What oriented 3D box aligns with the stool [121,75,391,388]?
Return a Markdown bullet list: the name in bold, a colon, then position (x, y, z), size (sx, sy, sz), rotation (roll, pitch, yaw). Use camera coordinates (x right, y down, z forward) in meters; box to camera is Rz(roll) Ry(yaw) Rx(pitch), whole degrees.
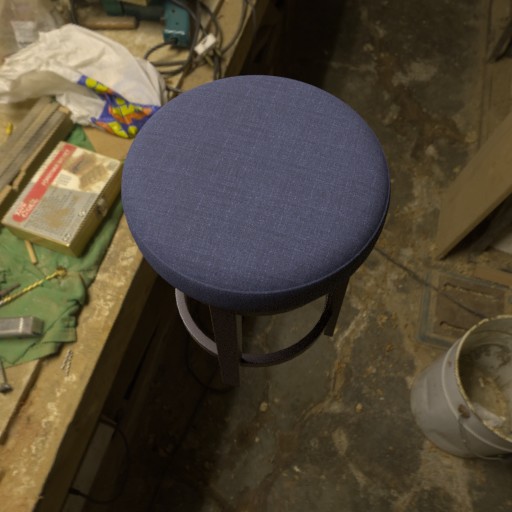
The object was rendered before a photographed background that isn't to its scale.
- **stool**: position (0.000, 0.000, 0.963), size (0.449, 0.655, 0.449), rotation (0, 63, 0)
